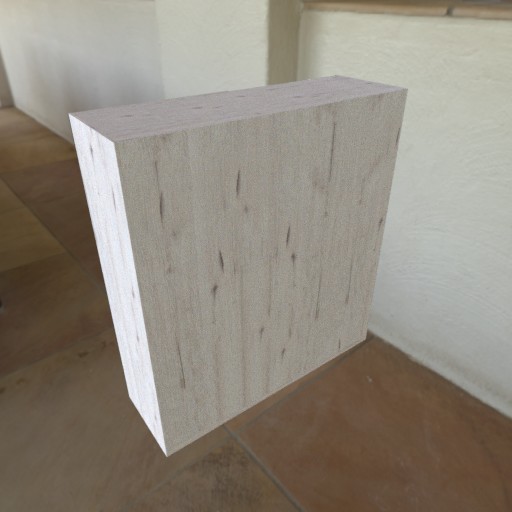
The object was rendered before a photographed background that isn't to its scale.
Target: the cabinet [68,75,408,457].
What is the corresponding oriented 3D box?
[{"bbox_3d":[0.000,0.000,3.203,2.000,2.180,0.660,-21,37,-30],"label":"cabinet"}]
